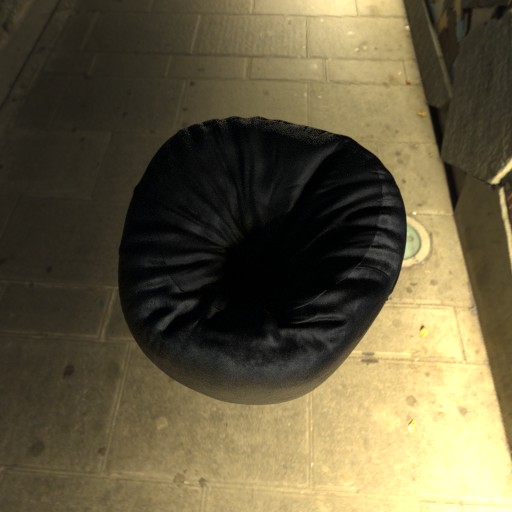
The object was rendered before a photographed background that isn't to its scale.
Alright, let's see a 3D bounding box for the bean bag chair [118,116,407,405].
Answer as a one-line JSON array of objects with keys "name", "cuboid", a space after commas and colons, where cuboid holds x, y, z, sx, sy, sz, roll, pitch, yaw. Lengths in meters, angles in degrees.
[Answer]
[{"name": "bean bag chair", "cuboid": [0.000, 0.000, 2.453, 1.524, 0.878, 1.524, 16, 59, 10]}]
